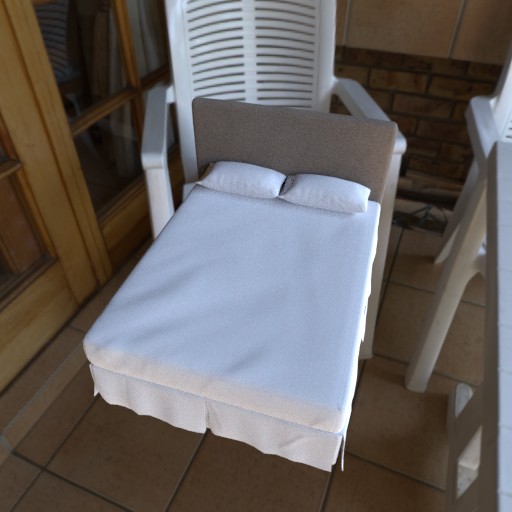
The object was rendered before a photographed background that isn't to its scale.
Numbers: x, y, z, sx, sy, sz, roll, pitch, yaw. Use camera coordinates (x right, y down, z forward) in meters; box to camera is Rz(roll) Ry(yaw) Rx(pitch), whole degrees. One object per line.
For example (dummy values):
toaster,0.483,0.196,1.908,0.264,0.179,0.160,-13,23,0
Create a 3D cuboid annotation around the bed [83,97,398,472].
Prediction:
bed,0.000,0.000,3.164,1.723,1.330,2.142,11,43,13
